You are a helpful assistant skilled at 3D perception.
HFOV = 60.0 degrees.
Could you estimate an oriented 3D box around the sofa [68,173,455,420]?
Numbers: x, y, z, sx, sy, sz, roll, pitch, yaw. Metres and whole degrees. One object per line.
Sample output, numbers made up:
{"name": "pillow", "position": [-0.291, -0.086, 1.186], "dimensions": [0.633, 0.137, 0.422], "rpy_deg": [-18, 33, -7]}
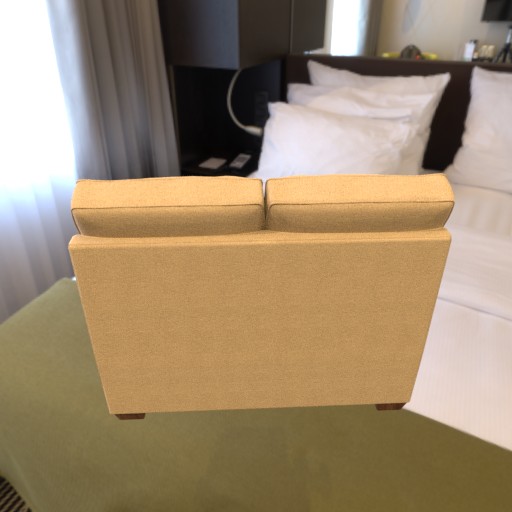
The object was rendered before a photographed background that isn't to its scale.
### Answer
{"name": "sofa", "position": [0.000, 0.000, 1.978], "dimensions": [1.232, 1.006, 0.978], "rpy_deg": [-1, 30, -2]}
